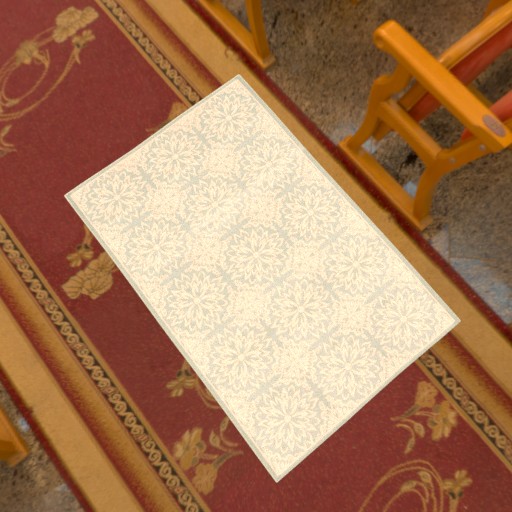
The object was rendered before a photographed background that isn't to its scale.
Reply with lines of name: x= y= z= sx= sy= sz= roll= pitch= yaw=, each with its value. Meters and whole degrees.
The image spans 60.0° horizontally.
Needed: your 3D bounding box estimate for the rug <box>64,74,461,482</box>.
rug: x=0.000 y=0.000 z=2.343 sx=1.219 sy=0.012 sz=1.840 roll=-38 pitch=79 yaw=-8
